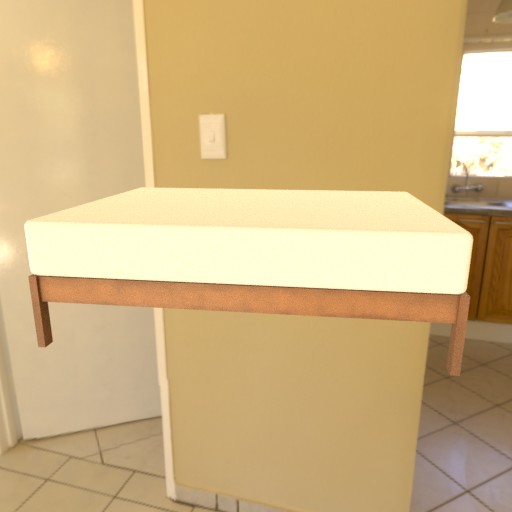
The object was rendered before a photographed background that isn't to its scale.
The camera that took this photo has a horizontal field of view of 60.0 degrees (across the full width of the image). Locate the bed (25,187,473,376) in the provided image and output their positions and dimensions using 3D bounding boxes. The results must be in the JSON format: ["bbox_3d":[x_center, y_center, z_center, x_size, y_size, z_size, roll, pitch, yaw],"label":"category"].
[{"bbox_3d":[0.000,0.000,2.567,1.927,0.616,1.348,2,15,8],"label":"bed"}]
